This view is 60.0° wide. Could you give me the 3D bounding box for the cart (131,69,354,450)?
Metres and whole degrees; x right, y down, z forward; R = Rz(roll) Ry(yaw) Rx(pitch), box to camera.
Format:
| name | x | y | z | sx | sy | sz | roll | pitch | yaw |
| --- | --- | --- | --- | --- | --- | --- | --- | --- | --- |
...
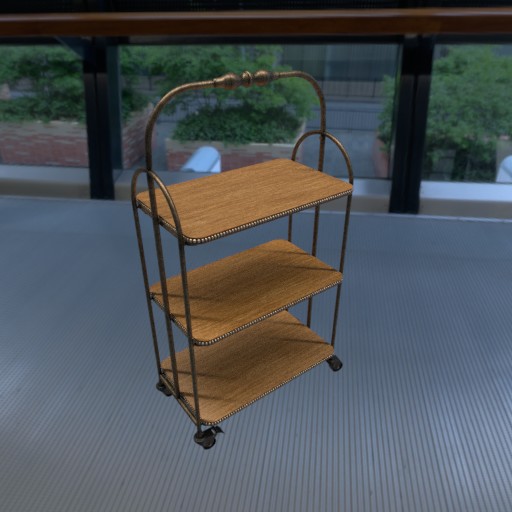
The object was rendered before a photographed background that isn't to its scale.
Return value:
| name | x | y | z | sx | sy | sz | roll | pitch | yaw |
| --- | --- | --- | --- | --- | --- | --- | --- | --- | --- |
| cart | 0.000 | 0.000 | 1.345 | 0.650 | 1.052 | 0.330 | -21 | 36 | -31 |
